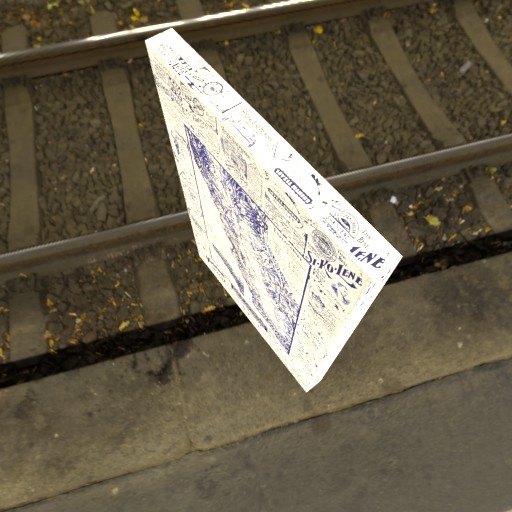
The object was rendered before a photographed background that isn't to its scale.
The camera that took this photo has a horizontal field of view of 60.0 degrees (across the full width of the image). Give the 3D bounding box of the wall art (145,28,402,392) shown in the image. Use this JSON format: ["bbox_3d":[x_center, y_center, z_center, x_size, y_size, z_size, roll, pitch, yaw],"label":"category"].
[{"bbox_3d":[0.000,0.000,0.472,0.025,0.376,0.255,-34,68,-16],"label":"wall art"}]
